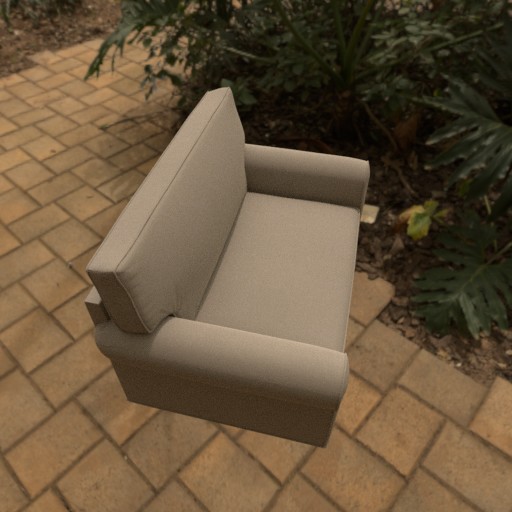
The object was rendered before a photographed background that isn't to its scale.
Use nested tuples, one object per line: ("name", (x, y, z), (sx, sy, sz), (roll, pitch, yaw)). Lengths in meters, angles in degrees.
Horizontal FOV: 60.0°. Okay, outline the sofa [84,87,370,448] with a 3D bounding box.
("sofa", (0.000, 0.000, 2.067), (0.937, 1.006, 1.405), (10, 47, 9))
